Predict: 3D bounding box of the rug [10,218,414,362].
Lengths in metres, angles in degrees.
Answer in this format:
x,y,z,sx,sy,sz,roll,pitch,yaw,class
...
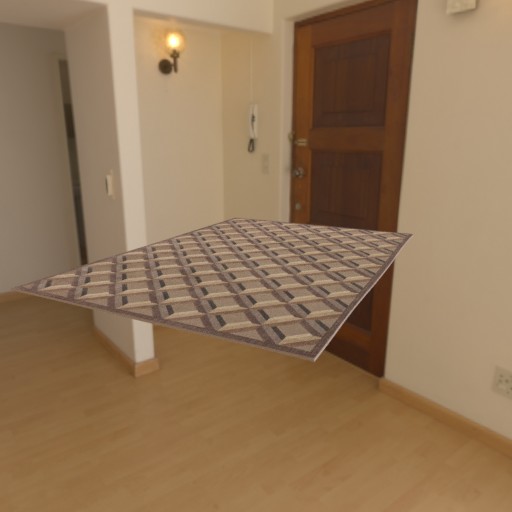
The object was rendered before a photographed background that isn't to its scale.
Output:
x,y,z,sx,sy,sz,roll,pitch,yaw,class
0.000,0.000,2.820,1.600,0.013,2.260,8,17,26,rug
